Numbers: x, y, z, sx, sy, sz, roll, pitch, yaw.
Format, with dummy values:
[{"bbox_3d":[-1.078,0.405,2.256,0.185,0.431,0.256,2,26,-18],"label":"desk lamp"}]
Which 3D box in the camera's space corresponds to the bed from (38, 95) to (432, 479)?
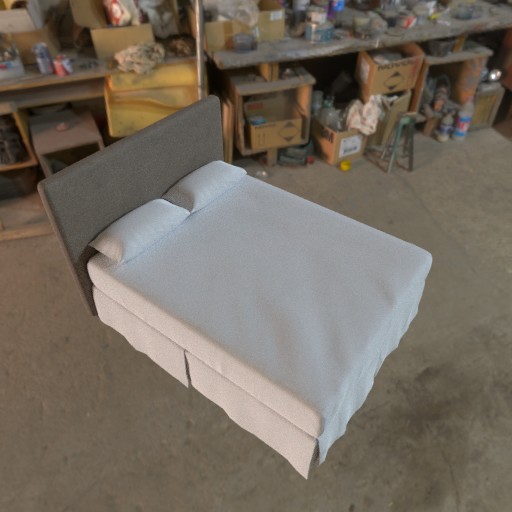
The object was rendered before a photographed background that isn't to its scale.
[{"bbox_3d":[0.000,0.000,3.182,2.142,1.330,1.723,27,50,26],"label":"bed"}]
